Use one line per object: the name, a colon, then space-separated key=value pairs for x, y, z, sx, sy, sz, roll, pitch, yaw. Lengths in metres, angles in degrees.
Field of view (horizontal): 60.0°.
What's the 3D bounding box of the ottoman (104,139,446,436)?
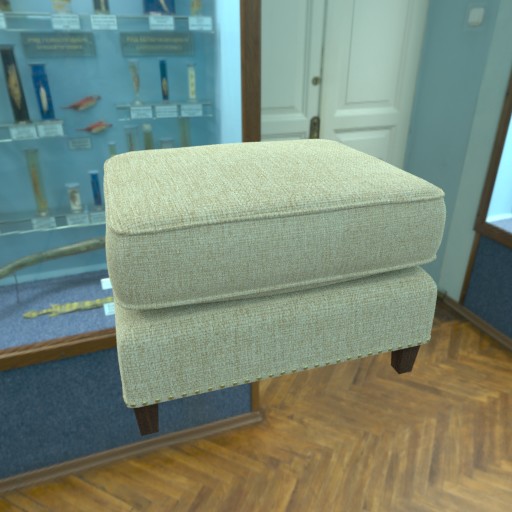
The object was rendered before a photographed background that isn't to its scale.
ottoman: x=0.000 y=0.000 z=1.162 sx=0.738 sy=0.537 sz=0.589 roll=-8 pitch=27 yaw=-16
